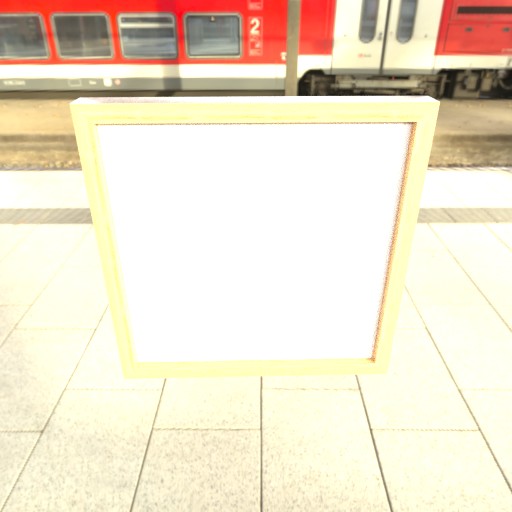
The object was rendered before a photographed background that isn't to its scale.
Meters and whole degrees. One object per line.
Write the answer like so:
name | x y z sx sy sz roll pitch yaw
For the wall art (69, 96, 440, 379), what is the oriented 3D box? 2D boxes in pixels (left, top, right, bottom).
wall art | 0.000 0.000 0.449 0.303 0.303 0.028 -1 29 -1
